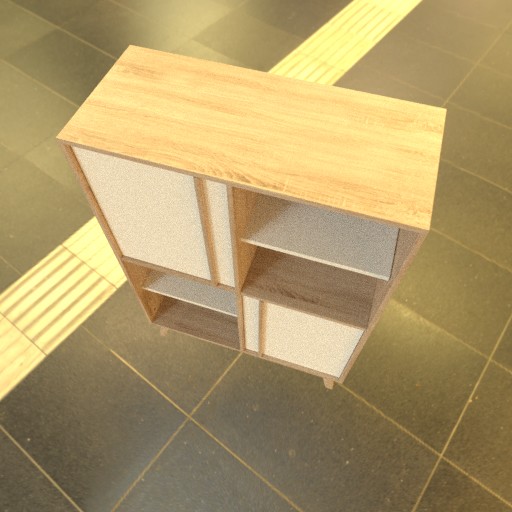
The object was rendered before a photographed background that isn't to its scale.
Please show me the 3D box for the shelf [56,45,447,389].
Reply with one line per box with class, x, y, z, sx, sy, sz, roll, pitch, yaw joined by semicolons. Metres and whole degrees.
shelf;0.000;0.000;1.822;1.000;1.390;0.450;15;59;9
